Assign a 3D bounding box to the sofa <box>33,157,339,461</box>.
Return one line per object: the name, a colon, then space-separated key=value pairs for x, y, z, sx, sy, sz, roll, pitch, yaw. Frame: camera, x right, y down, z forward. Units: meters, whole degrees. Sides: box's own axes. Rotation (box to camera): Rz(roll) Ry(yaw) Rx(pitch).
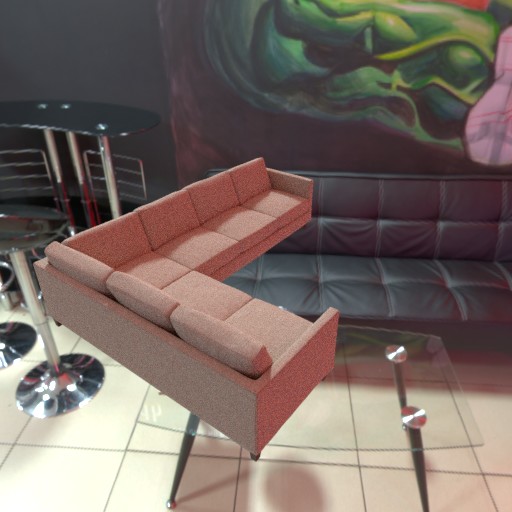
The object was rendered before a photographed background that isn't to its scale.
sofa: x=0.000 y=0.000 z=4.376 sx=2.432 sy=0.863 sz=3.182 roll=21 pitch=37 yaw=31
